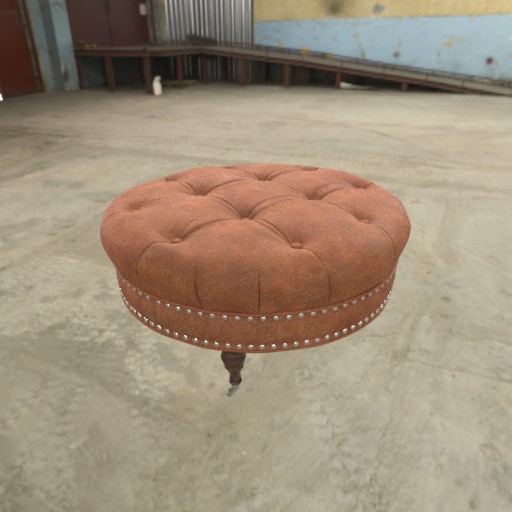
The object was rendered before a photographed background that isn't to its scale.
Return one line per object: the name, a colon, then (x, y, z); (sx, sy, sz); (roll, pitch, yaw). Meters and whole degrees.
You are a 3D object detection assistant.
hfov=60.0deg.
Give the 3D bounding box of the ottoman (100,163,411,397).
ottoman: (0.000, 0.000, 1.405); (0.901, 0.444, 0.901); (0, 26, 0)
